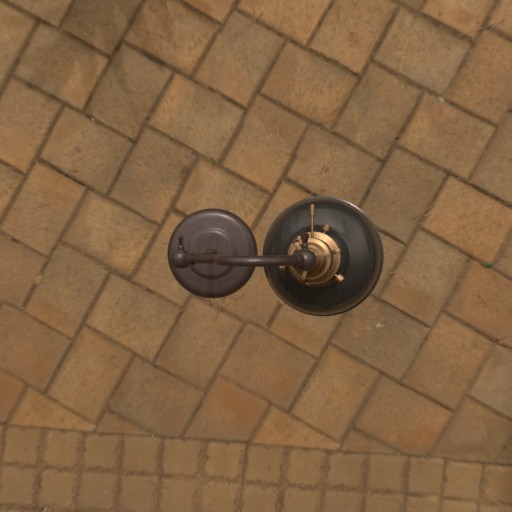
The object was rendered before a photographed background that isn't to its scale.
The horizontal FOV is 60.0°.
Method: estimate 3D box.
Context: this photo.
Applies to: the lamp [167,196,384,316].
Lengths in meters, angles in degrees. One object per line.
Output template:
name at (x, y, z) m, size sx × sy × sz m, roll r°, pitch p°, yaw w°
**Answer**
lamp at (0.000, 0.000, 0.693) m, size 0.374 × 0.508 × 0.192 m, roll 0°, pitch 91°, yaw 0°
